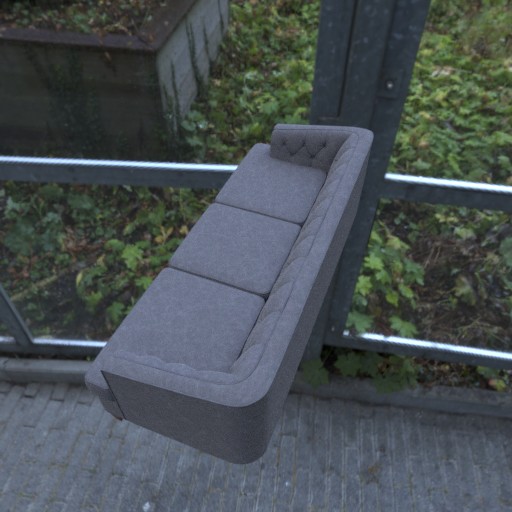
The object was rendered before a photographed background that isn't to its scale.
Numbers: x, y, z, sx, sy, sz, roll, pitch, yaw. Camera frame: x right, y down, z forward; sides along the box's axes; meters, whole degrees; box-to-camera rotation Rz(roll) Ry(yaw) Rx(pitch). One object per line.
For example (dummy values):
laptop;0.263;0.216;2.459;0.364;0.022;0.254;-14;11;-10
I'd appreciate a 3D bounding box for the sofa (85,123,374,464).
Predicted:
sofa;0.000;0.000;2.741;0.917;0.806;2.247;16;49;15
